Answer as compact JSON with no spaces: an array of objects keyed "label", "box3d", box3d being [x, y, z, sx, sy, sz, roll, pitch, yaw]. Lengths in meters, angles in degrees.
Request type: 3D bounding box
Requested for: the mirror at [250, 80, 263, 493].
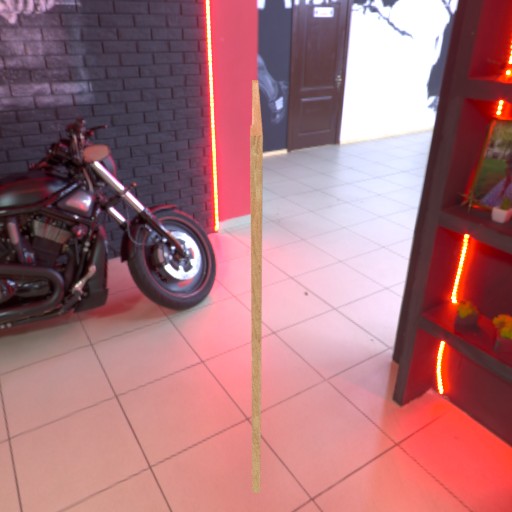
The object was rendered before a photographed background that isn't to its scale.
[{"label":"mirror","box3d":[0.000,0.000,1.182,0.020,0.800,0.800,0,27,0]}]
